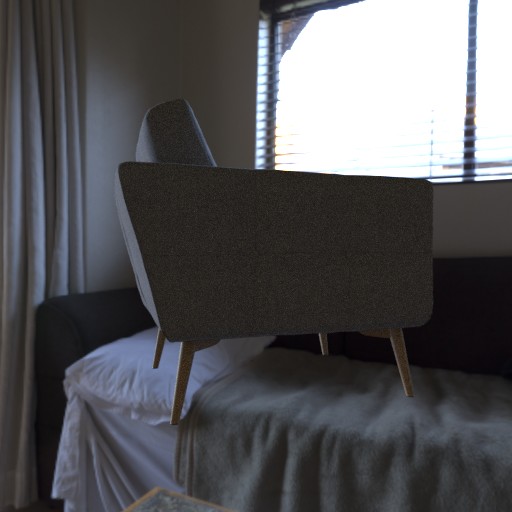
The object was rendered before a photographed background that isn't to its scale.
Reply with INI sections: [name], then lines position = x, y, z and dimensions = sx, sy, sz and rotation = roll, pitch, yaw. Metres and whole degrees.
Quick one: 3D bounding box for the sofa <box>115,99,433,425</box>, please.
[sofa]
position = 0.000, 0.000, 1.516
dimensions = 0.920, 0.860, 0.770
rotation = 0, 1, -18
